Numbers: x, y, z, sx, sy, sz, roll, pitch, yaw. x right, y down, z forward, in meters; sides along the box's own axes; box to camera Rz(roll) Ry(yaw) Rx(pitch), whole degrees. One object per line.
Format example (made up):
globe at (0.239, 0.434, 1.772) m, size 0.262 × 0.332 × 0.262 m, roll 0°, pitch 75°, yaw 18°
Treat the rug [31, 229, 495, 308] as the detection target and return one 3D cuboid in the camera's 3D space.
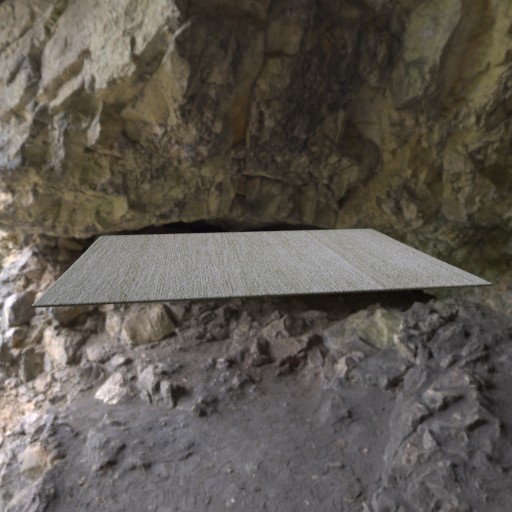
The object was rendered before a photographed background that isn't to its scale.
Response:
rug at (0.000, 0.000, 2.907) m, size 2.270 × 0.017 × 1.606 m, roll -2°, pitch 14°, yaw -8°
